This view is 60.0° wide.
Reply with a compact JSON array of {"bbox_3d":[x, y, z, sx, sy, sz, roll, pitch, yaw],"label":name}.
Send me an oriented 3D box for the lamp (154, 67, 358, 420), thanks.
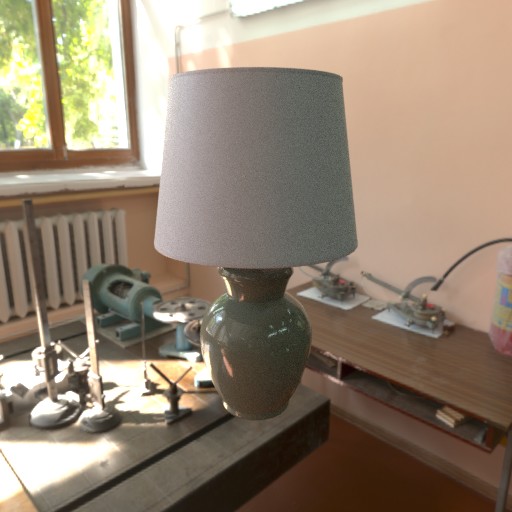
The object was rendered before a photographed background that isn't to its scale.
[{"bbox_3d":[0.000,0.000,0.538,0.239,0.399,0.239,0,15,0],"label":"lamp"}]
